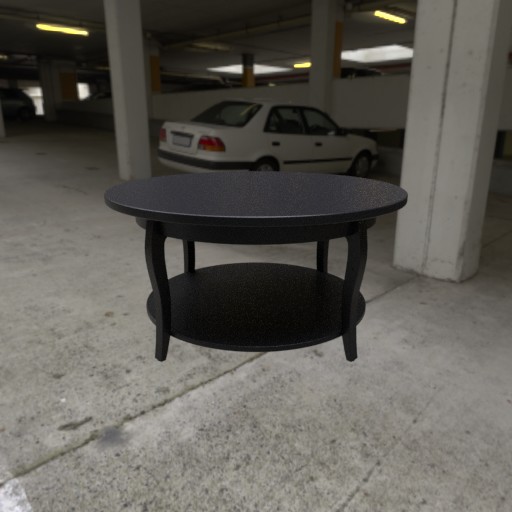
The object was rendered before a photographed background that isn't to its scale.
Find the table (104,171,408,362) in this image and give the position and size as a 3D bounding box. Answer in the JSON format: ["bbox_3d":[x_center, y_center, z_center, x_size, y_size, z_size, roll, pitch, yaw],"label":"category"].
[{"bbox_3d":[0.000,0.000,1.469,0.914,0.457,0.914,0,17,0],"label":"table"}]
